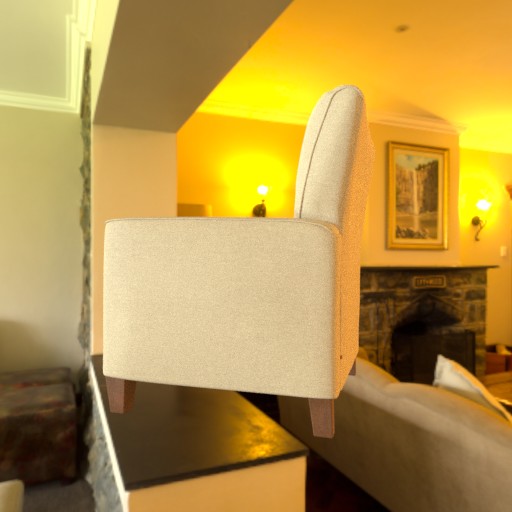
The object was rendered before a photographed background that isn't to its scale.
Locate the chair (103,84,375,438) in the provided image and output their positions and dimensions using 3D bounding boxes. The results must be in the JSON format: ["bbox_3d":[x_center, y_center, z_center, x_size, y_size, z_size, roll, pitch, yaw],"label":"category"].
[{"bbox_3d":[0.000,0.000,1.691,0.858,1.023,0.841,0,-1,17],"label":"chair"}]
